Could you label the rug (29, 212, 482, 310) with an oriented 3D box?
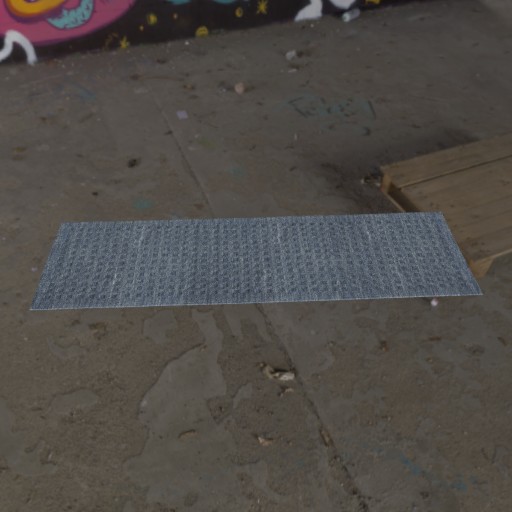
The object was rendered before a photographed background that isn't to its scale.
[{"bbox_3d":[0.000,0.000,2.614,2.443,0.008,0.688,-2,47,-2],"label":"rug"}]
